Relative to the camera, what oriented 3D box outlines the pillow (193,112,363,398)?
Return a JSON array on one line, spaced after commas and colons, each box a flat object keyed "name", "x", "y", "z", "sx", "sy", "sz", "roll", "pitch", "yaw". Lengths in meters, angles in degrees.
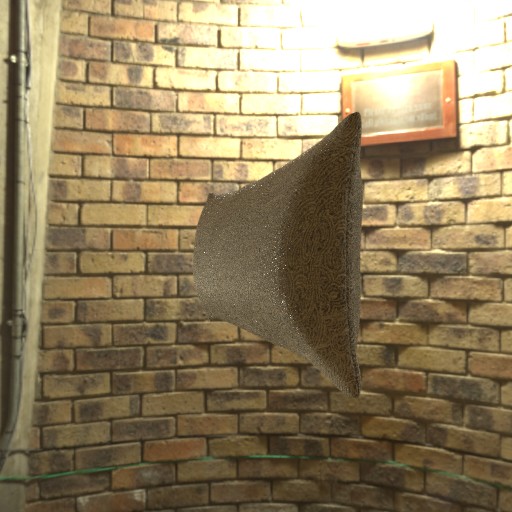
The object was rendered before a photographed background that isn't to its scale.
[{"name": "pillow", "x": 0.000, "y": 0.000, "z": 0.739, "sx": 0.151, "sy": 0.295, "sz": 0.615, "roll": 0, "pitch": -1, "yaw": -20}]
